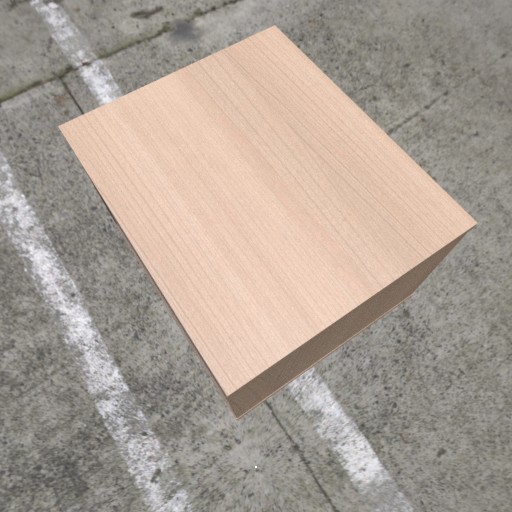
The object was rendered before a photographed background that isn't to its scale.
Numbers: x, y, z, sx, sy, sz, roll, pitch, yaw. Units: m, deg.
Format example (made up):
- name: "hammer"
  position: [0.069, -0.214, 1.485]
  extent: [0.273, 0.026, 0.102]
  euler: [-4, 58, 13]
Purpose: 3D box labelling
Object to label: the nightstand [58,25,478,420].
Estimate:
- name: "nightstand"
  position: [0.000, 0.000, 0.840]
  extent: [0.380, 0.530, 0.450]
  euler: [-31, 69, -14]
